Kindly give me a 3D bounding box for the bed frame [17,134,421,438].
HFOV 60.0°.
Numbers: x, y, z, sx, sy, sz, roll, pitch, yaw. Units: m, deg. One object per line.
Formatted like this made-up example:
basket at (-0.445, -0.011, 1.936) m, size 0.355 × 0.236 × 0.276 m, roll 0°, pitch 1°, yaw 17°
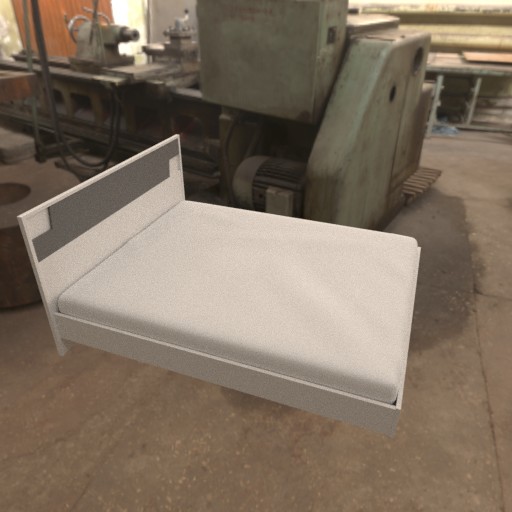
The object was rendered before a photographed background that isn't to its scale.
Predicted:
bed frame at (0.000, 0.000, 3.004) m, size 2.100 × 1.001 × 1.711 m, roll 11°, pitch 33°, yaw 18°
